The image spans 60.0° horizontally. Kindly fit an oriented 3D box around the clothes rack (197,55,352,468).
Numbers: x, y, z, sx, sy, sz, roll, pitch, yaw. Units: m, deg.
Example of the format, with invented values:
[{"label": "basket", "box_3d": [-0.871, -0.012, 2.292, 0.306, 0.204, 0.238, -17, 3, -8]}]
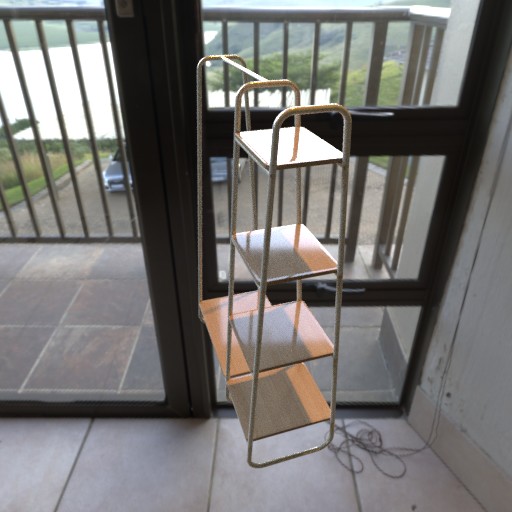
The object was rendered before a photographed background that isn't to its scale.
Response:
[{"label": "clothes rack", "box_3d": [0.000, 0.000, 1.948, 0.400, 1.500, 1.011, -10, 33, -15]}]
